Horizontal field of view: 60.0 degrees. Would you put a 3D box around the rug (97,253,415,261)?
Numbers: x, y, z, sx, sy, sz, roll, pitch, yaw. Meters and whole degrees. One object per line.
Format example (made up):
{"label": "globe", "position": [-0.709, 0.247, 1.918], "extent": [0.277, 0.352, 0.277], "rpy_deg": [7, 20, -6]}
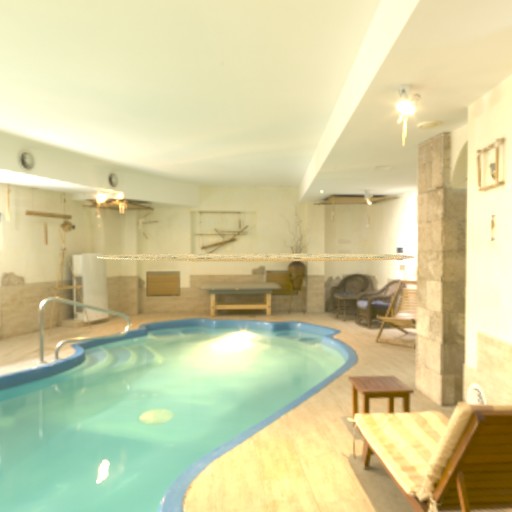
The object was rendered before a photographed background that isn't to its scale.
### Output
{"label": "rug", "position": [0.000, 0.000, 2.356], "extent": [1.593, 0.012, 1.593], "rpy_deg": [0, 1, 0]}
